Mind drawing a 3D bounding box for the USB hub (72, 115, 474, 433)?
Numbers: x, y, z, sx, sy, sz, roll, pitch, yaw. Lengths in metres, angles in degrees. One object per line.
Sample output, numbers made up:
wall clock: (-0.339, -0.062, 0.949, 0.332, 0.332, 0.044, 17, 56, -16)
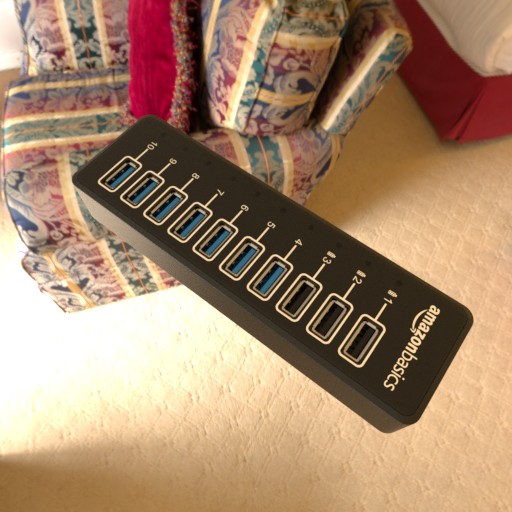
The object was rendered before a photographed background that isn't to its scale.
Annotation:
USB hub: (0.000, 0.000, 0.163, 0.145, 0.023, 0.044, 34, 67, 16)
